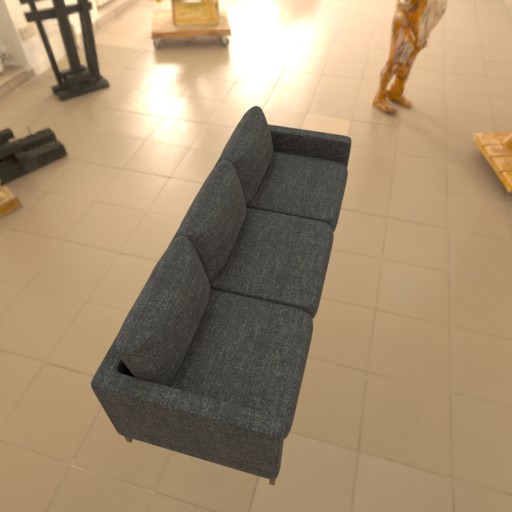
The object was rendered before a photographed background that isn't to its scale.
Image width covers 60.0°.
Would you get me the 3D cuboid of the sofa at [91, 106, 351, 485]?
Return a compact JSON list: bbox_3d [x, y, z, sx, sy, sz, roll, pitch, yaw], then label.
[{"bbox_3d":[0.000,0.000,2.671,0.859,0.874,2.218,11,48,11],"label":"sofa"}]
